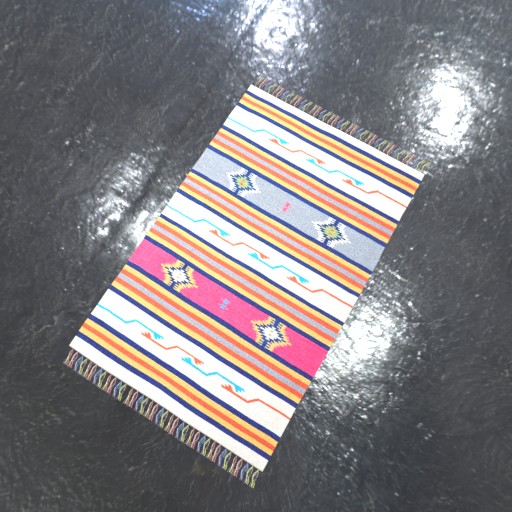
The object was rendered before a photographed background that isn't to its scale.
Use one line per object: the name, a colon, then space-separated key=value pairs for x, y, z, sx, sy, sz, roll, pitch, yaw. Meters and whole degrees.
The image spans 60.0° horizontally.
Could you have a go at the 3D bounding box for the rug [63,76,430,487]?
rug: x=0.000 y=0.000 z=2.237 sx=1.084 sy=0.013 sz=1.849 roll=30 pitch=77 yaw=8
